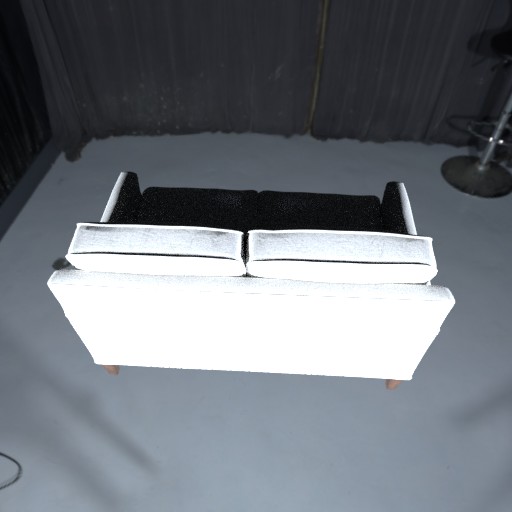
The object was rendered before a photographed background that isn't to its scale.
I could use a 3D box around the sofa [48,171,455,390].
[{"bbox_3d":[0.000,0.000,2.235,1.597,1.003,1.084,2,46,2],"label":"sofa"}]
